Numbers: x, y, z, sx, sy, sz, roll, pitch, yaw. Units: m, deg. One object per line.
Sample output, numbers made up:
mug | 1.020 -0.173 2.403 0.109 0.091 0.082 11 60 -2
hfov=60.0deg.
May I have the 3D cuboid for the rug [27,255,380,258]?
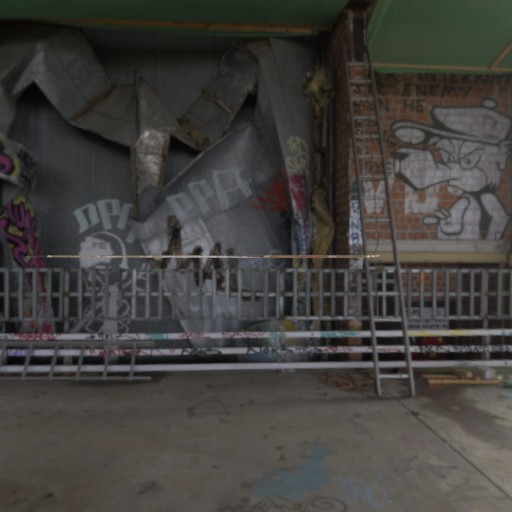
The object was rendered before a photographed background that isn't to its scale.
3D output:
rug | 0.000 0.000 2.332 1.216 0.006 1.828 0 0 17
